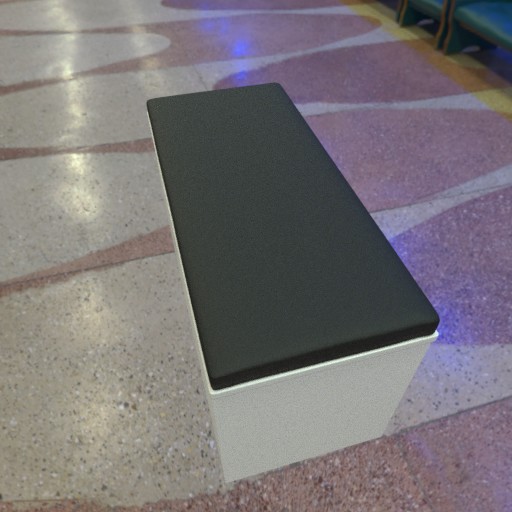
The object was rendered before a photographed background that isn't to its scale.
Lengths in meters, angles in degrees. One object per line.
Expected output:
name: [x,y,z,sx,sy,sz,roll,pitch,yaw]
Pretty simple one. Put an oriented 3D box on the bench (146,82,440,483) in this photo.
bench: [0.000,0.000,1.166,0.401,0.500,0.899,-12,48,-11]
